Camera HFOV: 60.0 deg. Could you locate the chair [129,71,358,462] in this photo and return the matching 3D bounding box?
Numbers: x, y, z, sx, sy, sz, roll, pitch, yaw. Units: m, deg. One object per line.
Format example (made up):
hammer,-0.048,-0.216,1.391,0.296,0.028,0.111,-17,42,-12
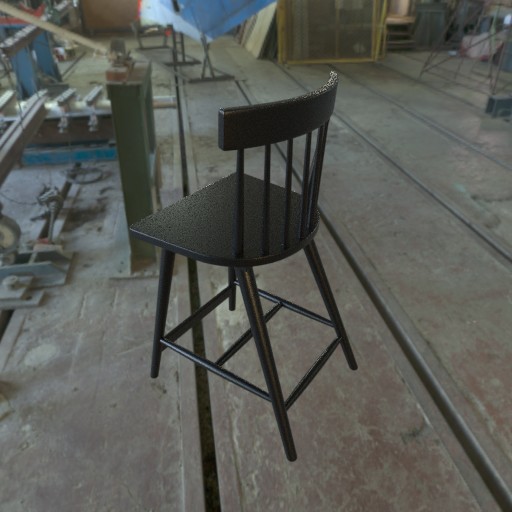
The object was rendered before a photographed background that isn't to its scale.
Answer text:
chair,0.000,0.000,1.284,0.572,0.952,0.483,21,38,29
